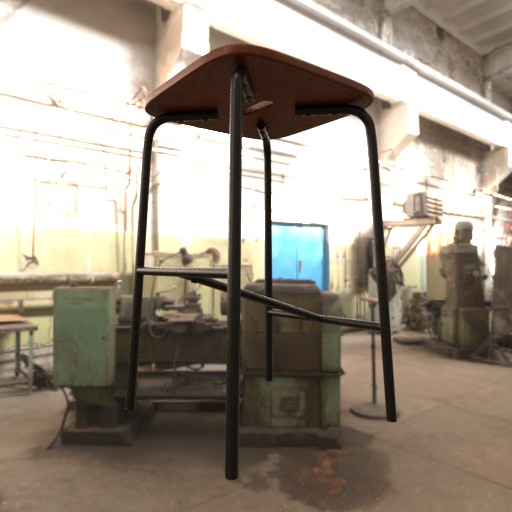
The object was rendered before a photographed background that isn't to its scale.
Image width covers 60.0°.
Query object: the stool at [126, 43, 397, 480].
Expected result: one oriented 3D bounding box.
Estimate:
[{"bbox_3d":[0.000,0.000,0.858,0.376,0.610,0.376,1,-1,-38],"label":"stool"}]
